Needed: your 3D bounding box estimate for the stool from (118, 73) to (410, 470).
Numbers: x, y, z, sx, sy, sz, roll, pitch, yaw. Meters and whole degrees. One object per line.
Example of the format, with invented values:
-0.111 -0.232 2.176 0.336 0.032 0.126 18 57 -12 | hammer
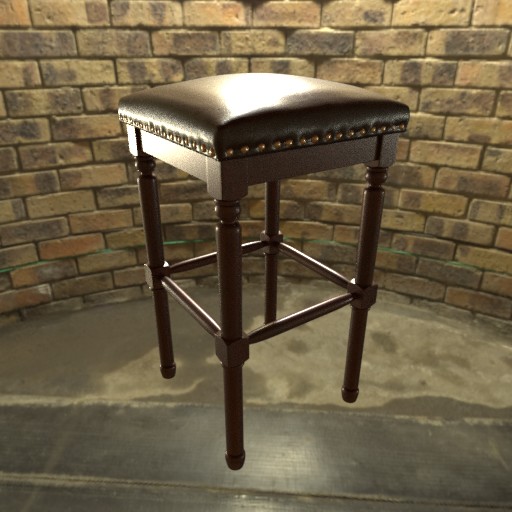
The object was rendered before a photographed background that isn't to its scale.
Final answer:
0.000 0.000 0.922 0.382 0.702 0.383 -17 31 -31 | stool
